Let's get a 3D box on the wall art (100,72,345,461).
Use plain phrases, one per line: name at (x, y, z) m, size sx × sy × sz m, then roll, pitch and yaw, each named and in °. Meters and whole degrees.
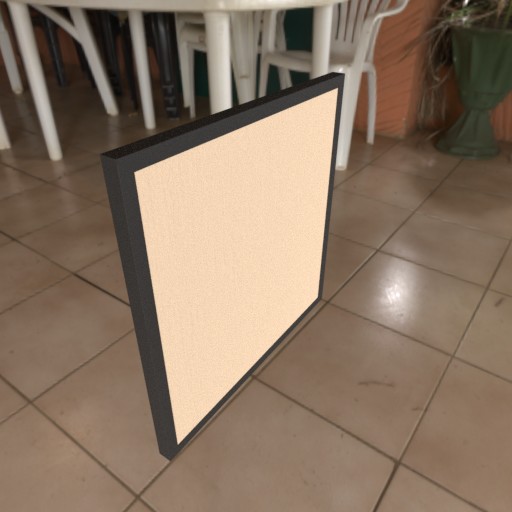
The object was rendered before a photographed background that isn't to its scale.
wall art at (0.000, 0.000, 0.452) m, size 0.015 × 0.304 × 0.306 m, roll 21°, pitch 39°, yaw 29°
